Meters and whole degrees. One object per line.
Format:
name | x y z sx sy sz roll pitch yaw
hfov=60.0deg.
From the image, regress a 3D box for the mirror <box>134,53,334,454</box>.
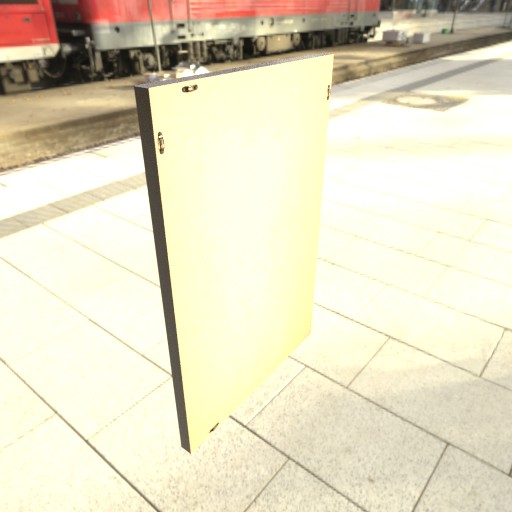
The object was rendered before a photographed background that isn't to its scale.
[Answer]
mirror | 0.000 0.000 1.154 0.041 0.915 0.609 21 36 31
